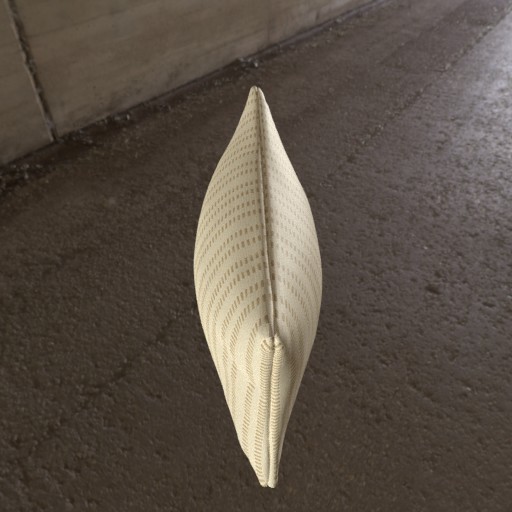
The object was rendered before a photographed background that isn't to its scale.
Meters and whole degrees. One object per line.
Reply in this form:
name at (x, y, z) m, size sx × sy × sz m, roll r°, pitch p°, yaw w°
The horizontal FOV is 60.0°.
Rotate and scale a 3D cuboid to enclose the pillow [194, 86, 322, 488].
pillow at (0.000, 0.000, 0.769) m, size 0.210 × 0.353 × 0.640 m, roll -1°, pitch 42°, yaw -1°
